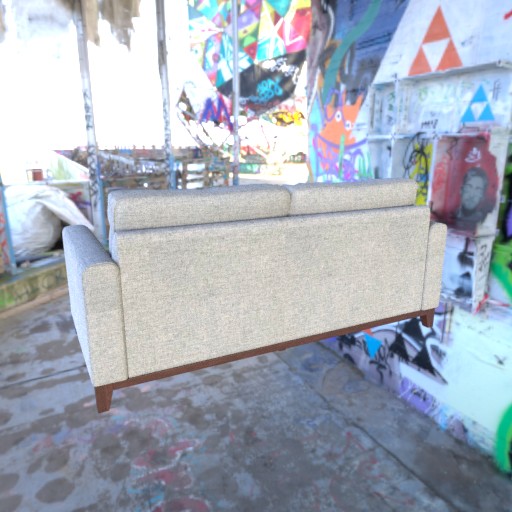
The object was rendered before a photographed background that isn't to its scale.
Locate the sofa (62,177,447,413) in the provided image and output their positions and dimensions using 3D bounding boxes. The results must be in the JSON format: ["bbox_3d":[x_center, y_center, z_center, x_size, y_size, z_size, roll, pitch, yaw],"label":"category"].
[{"bbox_3d":[0.000,0.000,2.543,1.978,0.892,0.969,-7,16,-26],"label":"sofa"}]
